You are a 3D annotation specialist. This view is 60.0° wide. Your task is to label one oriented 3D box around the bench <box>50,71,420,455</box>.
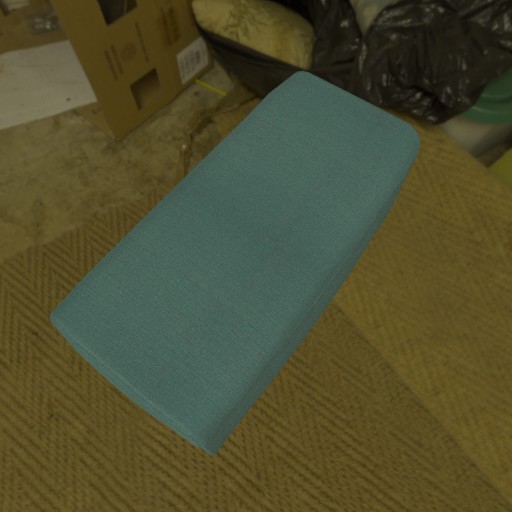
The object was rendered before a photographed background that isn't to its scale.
[{"bbox_3d":[0.000,0.000,1.270,0.476,0.474,0.995,33,67,16],"label":"bench"}]
